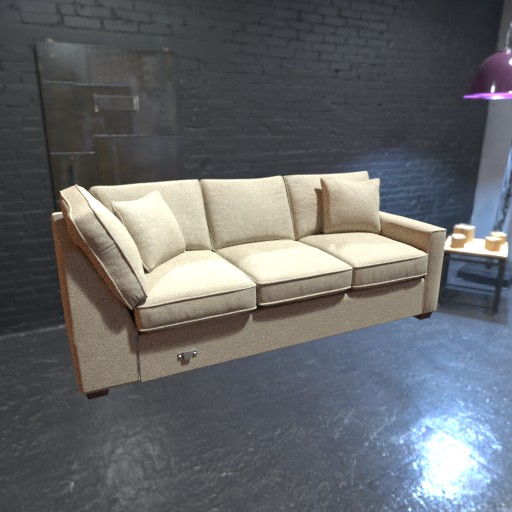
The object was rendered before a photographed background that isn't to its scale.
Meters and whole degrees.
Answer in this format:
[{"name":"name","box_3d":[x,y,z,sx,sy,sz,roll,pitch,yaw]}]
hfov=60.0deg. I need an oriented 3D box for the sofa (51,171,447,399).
[{"name":"sofa","box_3d":[0.000,0.000,2.861,2.323,0.948,1.053,-8,19,-25]}]
